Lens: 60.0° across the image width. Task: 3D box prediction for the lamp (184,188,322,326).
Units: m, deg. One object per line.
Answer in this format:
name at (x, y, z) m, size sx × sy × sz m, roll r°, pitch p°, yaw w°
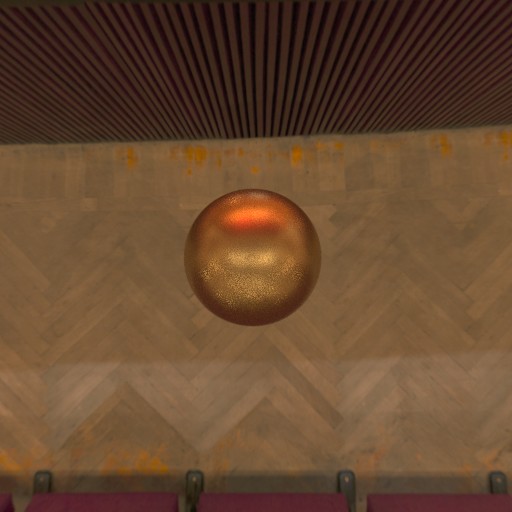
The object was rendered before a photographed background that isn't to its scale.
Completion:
lamp at (0.000, 0.000, 1.633) m, size 0.328 × 1.480 × 0.328 m, roll 0°, pitch 90°, yaw 1°
